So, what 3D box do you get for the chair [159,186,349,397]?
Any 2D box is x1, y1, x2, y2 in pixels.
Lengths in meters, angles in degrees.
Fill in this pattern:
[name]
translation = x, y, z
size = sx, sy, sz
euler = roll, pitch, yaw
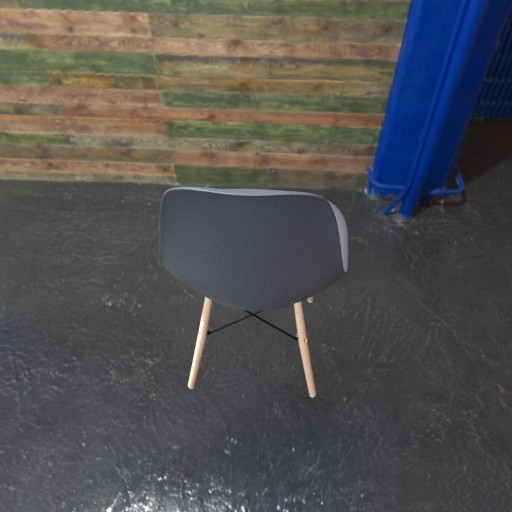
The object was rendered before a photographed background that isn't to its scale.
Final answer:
[chair]
translation = 0.000, 0.000, 1.145
size = 0.470, 0.826, 0.533
euler = 3, 47, 3
